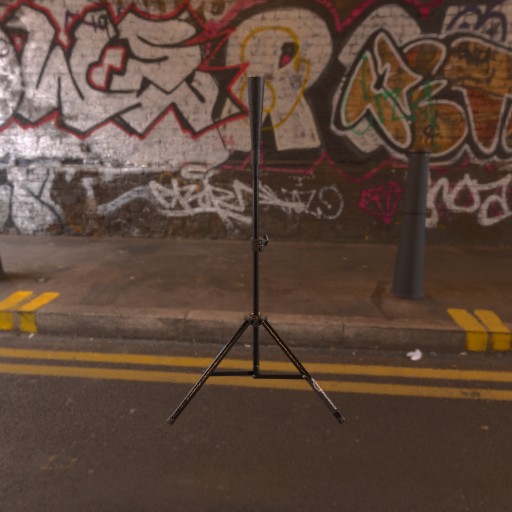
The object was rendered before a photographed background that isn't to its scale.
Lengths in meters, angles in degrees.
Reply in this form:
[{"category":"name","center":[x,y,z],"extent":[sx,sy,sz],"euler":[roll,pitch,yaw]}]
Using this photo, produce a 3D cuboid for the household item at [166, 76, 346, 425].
[{"category":"household item","center":[0.000,0.000,1.396],"extent":[0.559,1.067,0.559],"euler":[13,19,43]}]
